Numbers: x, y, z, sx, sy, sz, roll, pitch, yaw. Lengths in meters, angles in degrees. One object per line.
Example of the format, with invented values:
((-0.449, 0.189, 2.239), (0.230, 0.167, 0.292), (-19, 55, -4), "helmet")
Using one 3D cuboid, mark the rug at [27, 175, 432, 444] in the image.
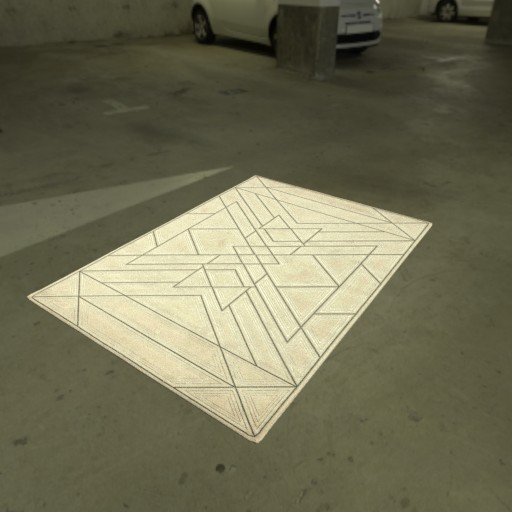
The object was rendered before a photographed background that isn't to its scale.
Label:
((0.000, 0.000, 4.355), (2.436, 0.026, 3.381), (21, 38, 29), "rug")
